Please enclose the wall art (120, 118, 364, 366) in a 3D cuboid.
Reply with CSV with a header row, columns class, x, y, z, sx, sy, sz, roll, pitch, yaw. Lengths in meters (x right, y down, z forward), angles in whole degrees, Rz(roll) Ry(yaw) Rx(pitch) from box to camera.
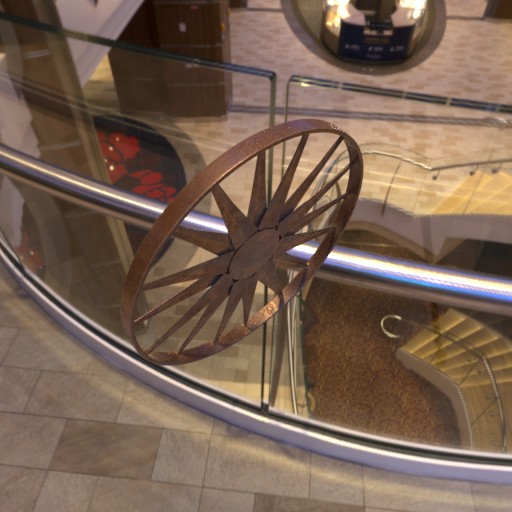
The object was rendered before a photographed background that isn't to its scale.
class,x,y,z,sx,sy,sz,roll,pitch,yaw
wall art,0.000,0.000,0.895,0.582,0.583,0.084,-32,55,-25
